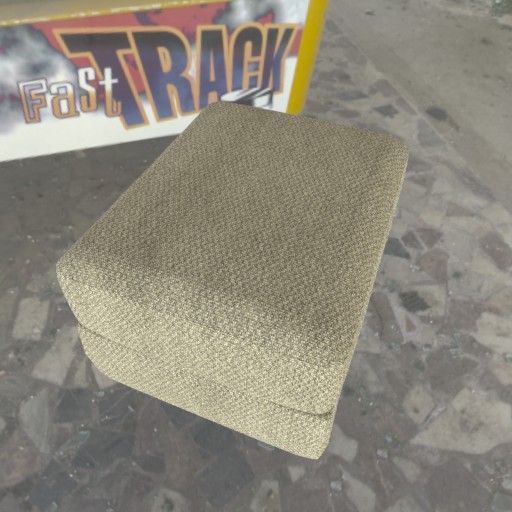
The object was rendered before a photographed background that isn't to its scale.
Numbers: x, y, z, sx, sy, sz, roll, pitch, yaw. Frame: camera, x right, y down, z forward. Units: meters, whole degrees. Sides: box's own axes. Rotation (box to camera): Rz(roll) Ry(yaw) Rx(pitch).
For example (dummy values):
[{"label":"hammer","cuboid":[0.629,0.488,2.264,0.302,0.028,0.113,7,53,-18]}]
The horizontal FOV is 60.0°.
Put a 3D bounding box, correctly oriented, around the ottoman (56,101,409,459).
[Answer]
[{"label":"ottoman","cuboid":[0.000,0.000,1.136,0.603,0.476,0.751,17,49,15]}]
